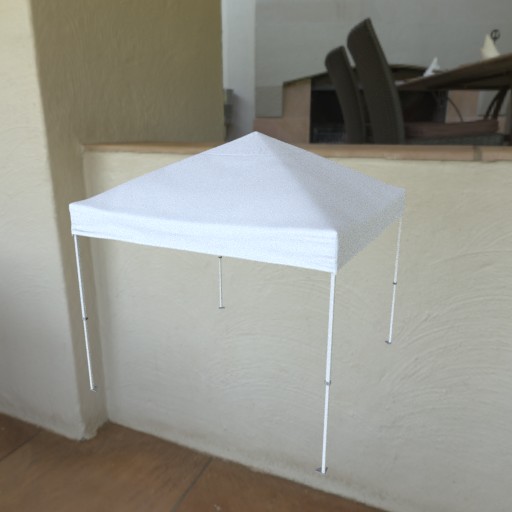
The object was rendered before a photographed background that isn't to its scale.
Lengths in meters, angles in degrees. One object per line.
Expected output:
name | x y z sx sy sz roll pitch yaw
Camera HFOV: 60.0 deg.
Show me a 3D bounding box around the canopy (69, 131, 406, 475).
canopy | 0.000 0.000 5.537 2.998 2.997 2.996 8 18 27
